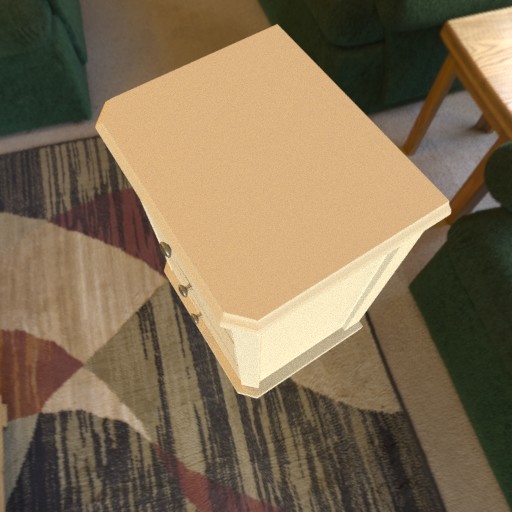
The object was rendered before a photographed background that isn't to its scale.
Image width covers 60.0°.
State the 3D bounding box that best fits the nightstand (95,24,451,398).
[{"bbox_3d":[0.000,0.000,0.934,0.351,0.681,0.435,-30,69,-13],"label":"nightstand"}]
